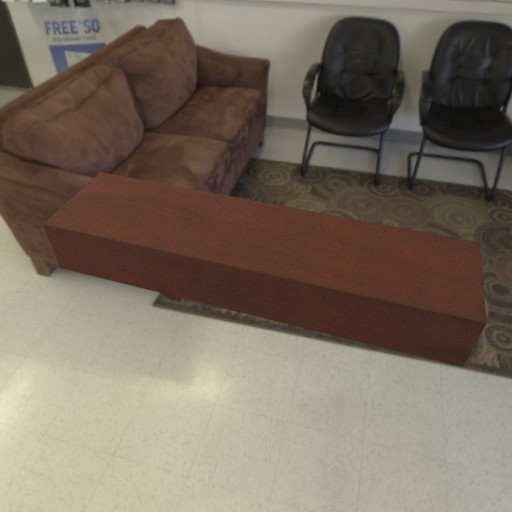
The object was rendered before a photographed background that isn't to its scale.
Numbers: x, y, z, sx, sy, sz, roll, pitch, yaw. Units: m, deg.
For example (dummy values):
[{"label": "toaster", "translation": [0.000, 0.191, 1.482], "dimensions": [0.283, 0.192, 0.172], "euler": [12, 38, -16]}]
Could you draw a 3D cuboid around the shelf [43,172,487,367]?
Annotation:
[{"label": "shelf", "translation": [0.000, 0.000, 0.662], "dimensions": [0.607, 0.088, 0.152], "euler": [12, 43, 13]}]
